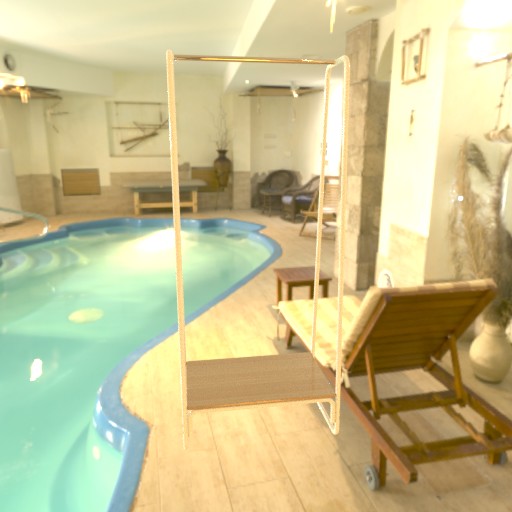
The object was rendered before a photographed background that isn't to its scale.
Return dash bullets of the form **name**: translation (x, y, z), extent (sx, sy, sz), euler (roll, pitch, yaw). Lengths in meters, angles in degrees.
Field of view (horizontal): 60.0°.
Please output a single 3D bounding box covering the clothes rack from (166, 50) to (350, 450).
- **clothes rack**: translation (0.000, 0.000, 1.803), extent (0.640, 1.500, 0.400), euler (-2, 14, -9)
